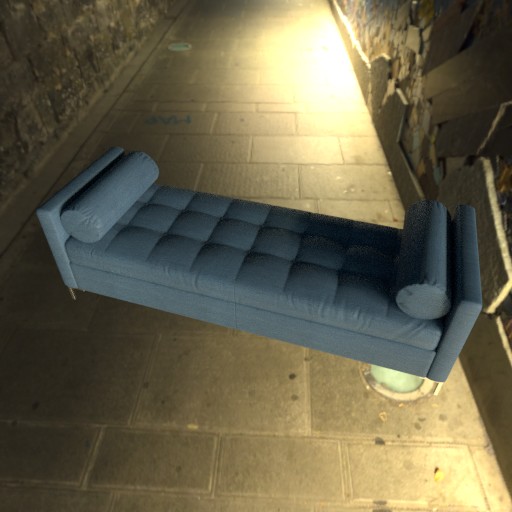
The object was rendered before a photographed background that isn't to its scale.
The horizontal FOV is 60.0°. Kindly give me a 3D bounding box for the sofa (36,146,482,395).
[{"bbox_3d":[0.000,0.000,2.298,1.981,0.635,0.686,12,43,14],"label":"sofa"}]
